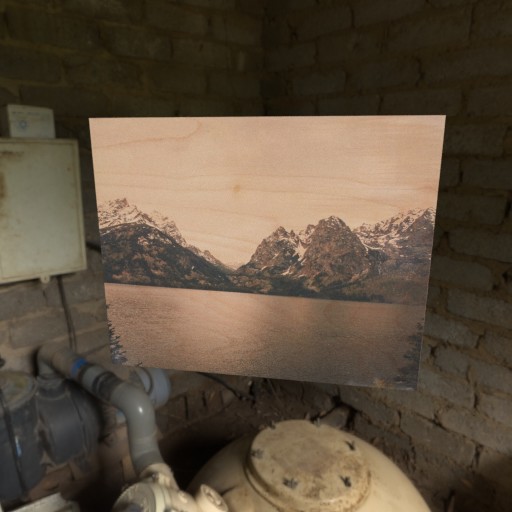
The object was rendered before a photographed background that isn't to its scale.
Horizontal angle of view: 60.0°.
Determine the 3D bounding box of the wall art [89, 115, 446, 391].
[{"bbox_3d":[0.000,0.000,0.681,0.508,0.408,0.010,3,15,9],"label":"wall art"}]
